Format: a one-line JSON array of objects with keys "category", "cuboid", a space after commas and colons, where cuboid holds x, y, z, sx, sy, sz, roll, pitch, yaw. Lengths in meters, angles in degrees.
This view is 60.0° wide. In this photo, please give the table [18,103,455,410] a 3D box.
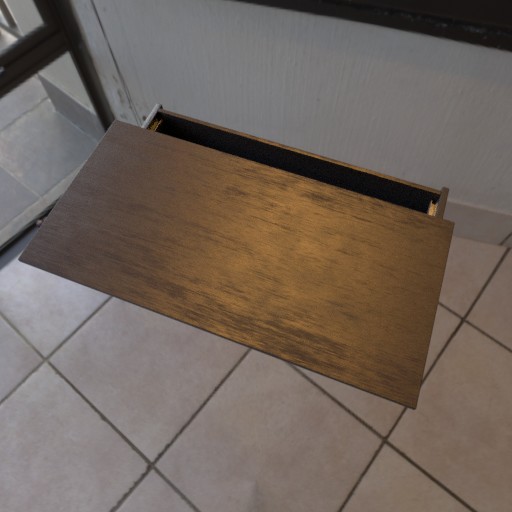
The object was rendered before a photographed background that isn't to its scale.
[{"category": "table", "cuboid": [0.000, 0.000, 1.426, 1.000, 0.570, 0.712, 19, 65, 9]}]
